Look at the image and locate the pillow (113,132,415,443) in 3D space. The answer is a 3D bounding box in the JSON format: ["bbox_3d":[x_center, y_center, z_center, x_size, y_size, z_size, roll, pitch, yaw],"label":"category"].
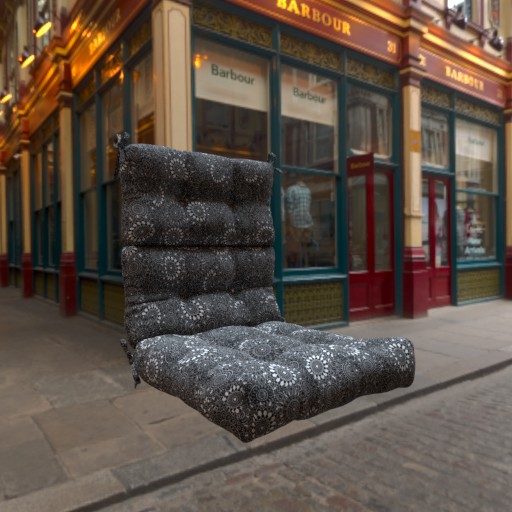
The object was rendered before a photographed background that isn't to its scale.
[{"bbox_3d":[0.000,0.000,1.037,0.519,0.605,0.571,-1,1,-38],"label":"pillow"}]
